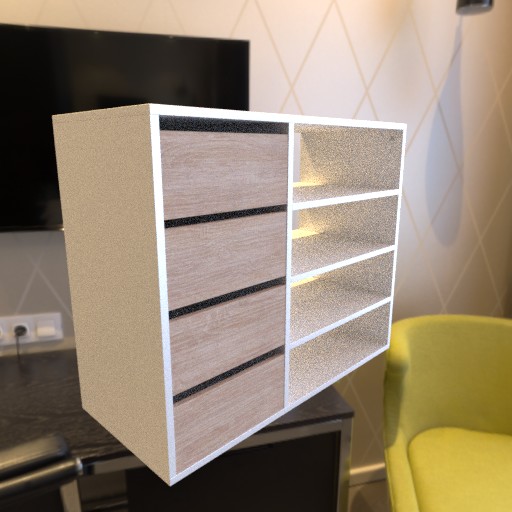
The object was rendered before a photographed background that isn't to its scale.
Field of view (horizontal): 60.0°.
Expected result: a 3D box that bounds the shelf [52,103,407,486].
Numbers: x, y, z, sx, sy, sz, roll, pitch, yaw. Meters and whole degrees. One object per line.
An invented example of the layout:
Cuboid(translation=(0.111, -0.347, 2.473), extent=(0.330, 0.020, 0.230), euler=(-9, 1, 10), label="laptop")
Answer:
Cuboid(translation=(0.000, 0.000, 1.250), extent=(0.396, 0.732, 0.895), euler=(13, 19, 43), label="shelf")
